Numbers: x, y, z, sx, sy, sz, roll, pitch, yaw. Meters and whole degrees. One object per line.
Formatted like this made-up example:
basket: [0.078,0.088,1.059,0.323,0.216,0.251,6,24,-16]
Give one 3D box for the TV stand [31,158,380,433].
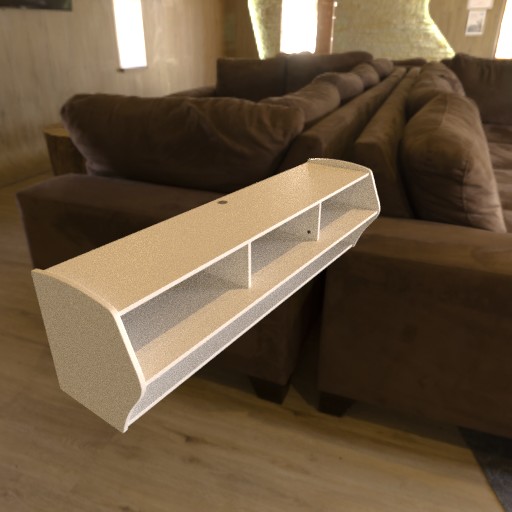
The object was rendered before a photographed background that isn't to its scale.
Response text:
TV stand: [0.000,0.000,1.680,0.397,0.424,1.473,18,31,32]
